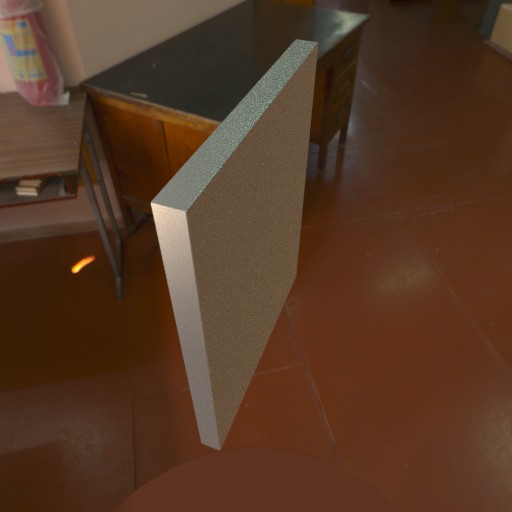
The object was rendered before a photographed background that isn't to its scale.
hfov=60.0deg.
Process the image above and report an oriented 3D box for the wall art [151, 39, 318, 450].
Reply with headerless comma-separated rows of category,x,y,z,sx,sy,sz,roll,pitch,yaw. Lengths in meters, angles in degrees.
wall art,0.000,0.000,0.752,0.038,0.549,0.452,15,47,15
